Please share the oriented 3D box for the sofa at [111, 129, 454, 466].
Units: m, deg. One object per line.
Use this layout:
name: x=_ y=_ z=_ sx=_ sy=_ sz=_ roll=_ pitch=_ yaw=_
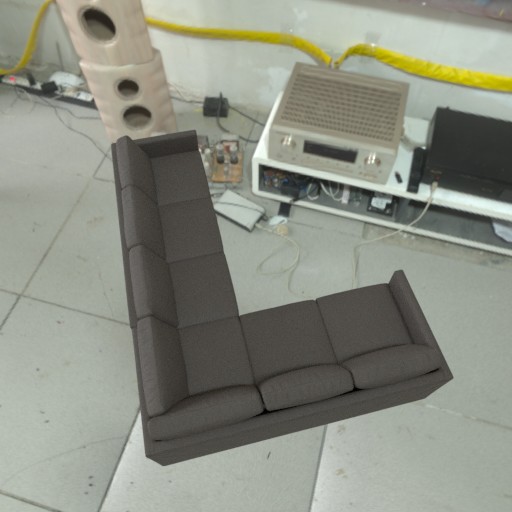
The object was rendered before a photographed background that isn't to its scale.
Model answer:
sofa: x=0.000 y=0.000 z=4.307 sx=2.432 sy=0.871 sz=3.182 roll=-12 pitch=60 yaw=-7
